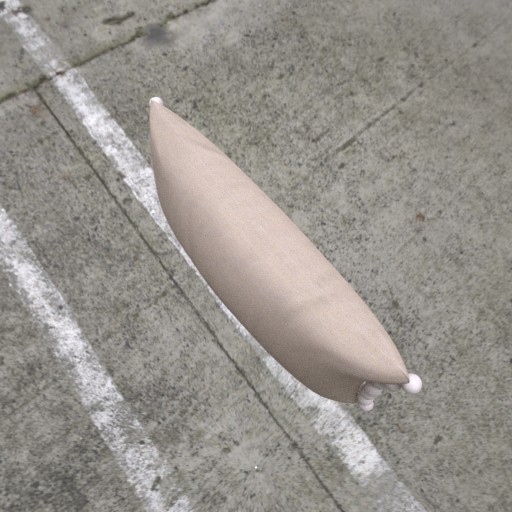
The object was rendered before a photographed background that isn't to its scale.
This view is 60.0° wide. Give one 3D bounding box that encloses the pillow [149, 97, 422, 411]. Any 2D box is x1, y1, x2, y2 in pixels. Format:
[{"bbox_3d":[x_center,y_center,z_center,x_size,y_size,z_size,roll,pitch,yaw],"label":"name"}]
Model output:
[{"bbox_3d":[0.000,0.000,0.851,0.201,0.322,0.709,-35,69,-15],"label":"pillow"}]
